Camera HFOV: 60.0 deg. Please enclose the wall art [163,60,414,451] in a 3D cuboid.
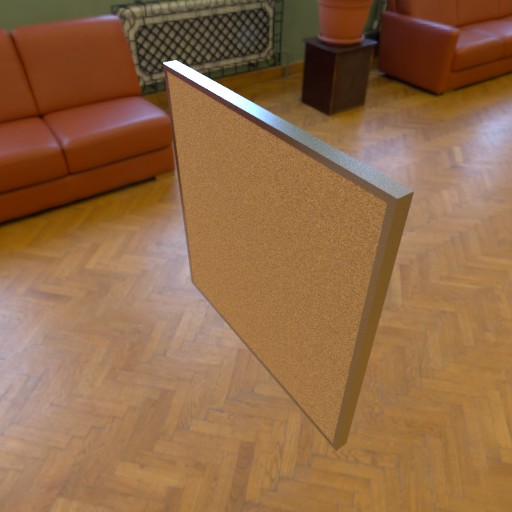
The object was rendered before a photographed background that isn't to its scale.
[{"bbox_3d":[0.000,0.000,1.198,0.038,0.806,0.806,-24,46,-26],"label":"wall art"}]
